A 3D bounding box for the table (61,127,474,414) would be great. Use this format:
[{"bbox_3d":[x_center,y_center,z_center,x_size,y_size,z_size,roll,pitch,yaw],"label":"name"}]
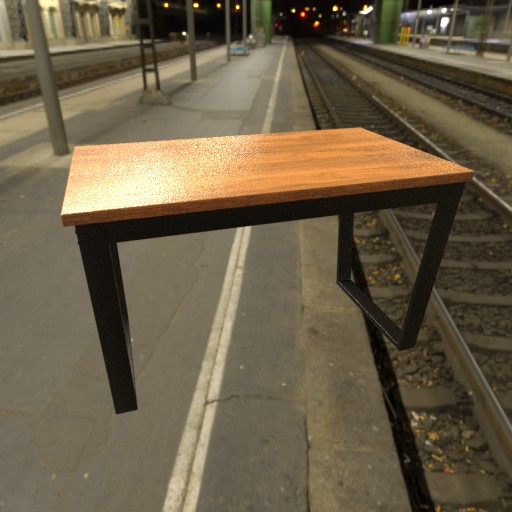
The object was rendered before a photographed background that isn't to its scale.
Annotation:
[{"bbox_3d":[0.000,0.000,1.697,1.205,0.760,0.714,-8,28,-15],"label":"table"}]
